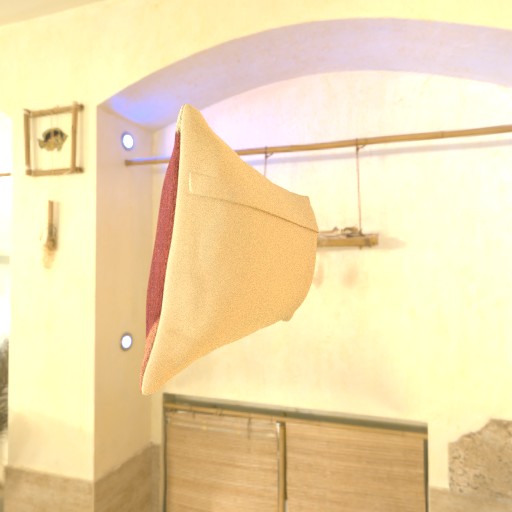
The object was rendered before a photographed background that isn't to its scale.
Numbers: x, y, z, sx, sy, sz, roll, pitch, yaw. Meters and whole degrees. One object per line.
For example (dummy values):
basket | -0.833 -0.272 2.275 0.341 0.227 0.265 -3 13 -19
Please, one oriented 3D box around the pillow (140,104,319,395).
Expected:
pillow | 0.000 0.000 0.726 0.155 0.292 0.609 0 -1 18
